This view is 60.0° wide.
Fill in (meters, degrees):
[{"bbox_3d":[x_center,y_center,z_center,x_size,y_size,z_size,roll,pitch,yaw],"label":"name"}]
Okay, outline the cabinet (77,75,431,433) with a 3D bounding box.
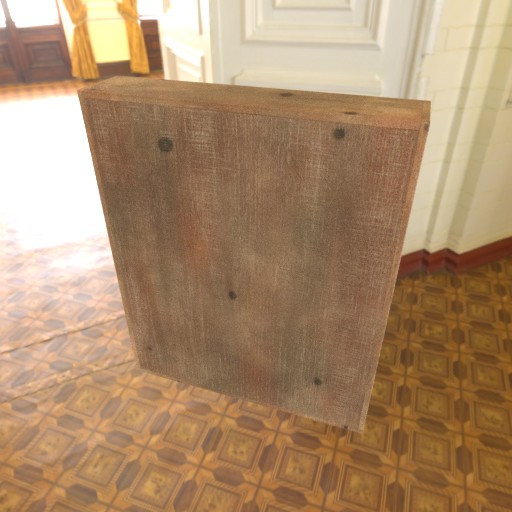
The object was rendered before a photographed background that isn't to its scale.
[{"bbox_3d":[0.000,0.000,0.815,0.489,0.590,0.184,11,35,15],"label":"cabinet"}]
